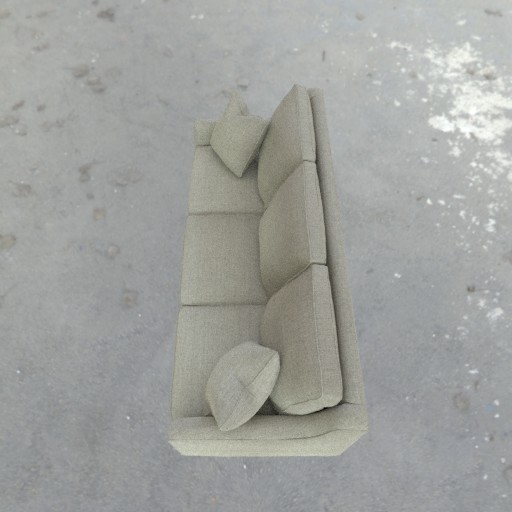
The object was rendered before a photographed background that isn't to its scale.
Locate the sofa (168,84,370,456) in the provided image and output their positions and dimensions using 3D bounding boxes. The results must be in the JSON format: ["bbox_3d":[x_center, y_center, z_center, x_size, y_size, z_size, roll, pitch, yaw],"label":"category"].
[{"bbox_3d":[0.000,0.000,2.522,0.865,0.914,2.031,-1,59,0],"label":"sofa"}]
